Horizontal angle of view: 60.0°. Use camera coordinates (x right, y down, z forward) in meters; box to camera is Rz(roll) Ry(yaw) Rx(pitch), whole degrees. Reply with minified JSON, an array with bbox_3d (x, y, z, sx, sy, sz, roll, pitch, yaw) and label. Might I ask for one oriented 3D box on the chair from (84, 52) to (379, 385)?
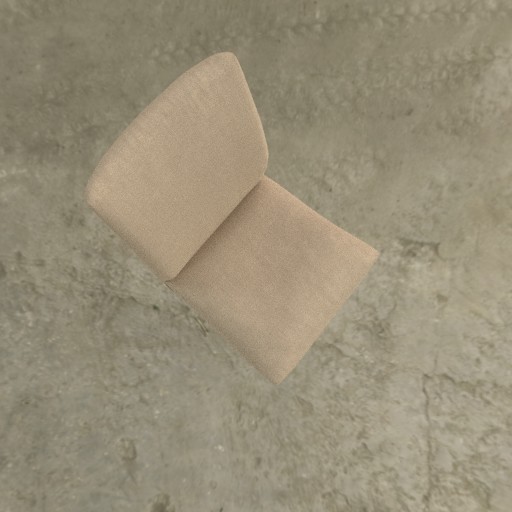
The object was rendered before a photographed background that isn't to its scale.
[{"bbox_3d":[0.000,0.000,1.282,0.585,0.940,0.496,38,79,9],"label":"chair"}]
